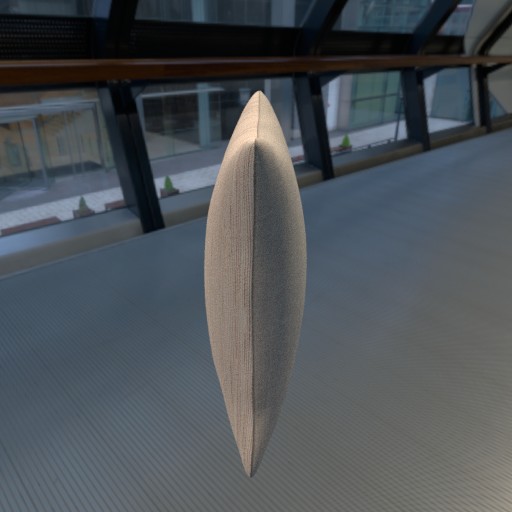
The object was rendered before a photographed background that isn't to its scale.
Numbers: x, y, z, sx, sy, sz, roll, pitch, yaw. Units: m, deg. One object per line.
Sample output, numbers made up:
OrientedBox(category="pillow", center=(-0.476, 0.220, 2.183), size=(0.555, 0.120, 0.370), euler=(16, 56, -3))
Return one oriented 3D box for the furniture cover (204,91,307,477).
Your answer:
OrientedBox(category="furniture cover", center=(0.000, 0.000, 0.791), size=(0.178, 0.506, 0.512), euler=(0, 26, 1))
